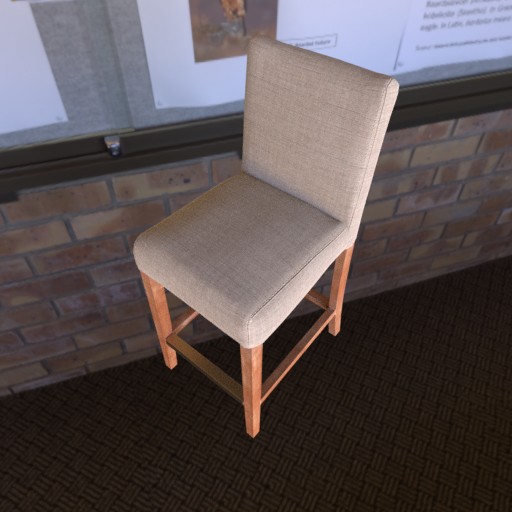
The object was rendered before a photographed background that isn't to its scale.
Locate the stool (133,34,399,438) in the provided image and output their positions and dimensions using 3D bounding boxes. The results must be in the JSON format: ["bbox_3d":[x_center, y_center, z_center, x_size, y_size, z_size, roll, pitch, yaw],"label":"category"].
[{"bbox_3d":[0.000,0.000,1.333,0.454,1.039,0.567,31,54,26],"label":"stool"}]
